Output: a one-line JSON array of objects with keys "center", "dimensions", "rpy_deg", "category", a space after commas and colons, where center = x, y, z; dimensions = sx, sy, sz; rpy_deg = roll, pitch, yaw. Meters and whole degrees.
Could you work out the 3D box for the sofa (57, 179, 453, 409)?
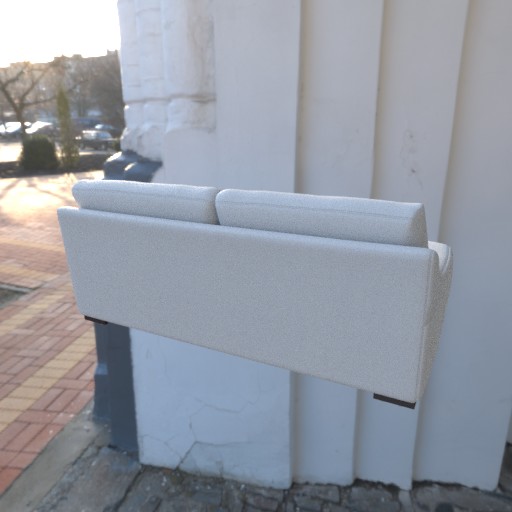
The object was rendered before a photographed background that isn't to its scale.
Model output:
[{"center": [0.000, 0.000, 2.772], "dimensions": [2.261, 0.940, 1.143], "rpy_deg": [8, 18, 27], "category": "sofa"}]
